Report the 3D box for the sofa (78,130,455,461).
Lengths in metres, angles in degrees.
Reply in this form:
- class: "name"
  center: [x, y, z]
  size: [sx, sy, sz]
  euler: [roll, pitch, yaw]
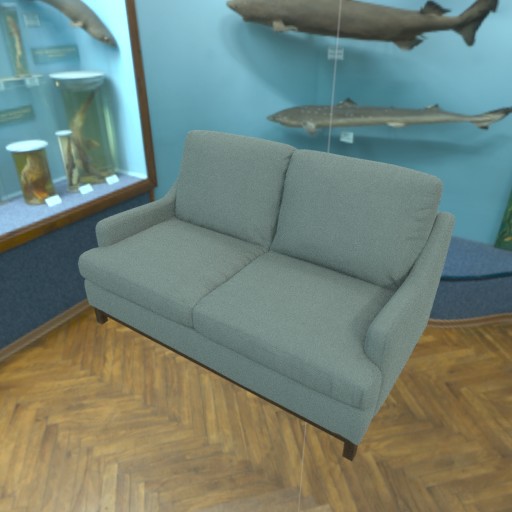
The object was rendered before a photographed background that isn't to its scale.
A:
- class: "sofa"
  center: [0.000, 0.000, 2.178]
  size: [1.589, 0.921, 0.987]
  euler: [19, 35, 29]
